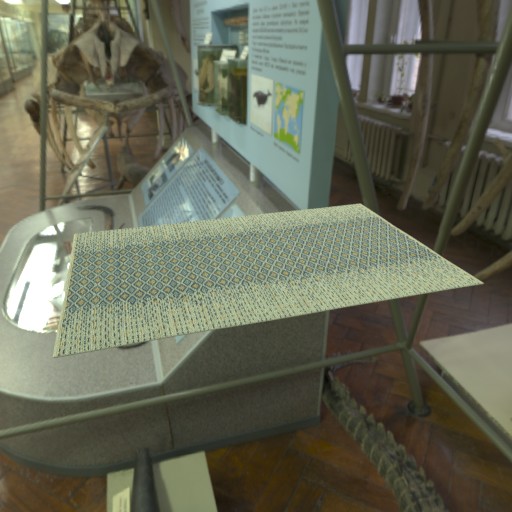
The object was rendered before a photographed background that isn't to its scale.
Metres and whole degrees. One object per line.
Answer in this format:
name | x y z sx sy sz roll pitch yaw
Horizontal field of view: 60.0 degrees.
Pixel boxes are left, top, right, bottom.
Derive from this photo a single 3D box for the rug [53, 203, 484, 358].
rug | 0.000 0.000 3.051 2.448 0.008 1.541 -7 27 -15
